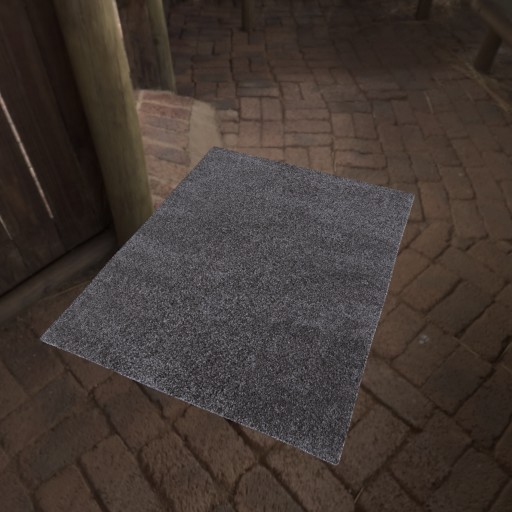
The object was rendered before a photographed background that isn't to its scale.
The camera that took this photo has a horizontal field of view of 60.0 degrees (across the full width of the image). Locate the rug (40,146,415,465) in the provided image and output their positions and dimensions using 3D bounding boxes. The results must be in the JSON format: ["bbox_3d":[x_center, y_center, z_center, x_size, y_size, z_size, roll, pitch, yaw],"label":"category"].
[{"bbox_3d":[0.000,0.000,4.090,2.401,0.025,3.000,17,48,16],"label":"rug"}]
